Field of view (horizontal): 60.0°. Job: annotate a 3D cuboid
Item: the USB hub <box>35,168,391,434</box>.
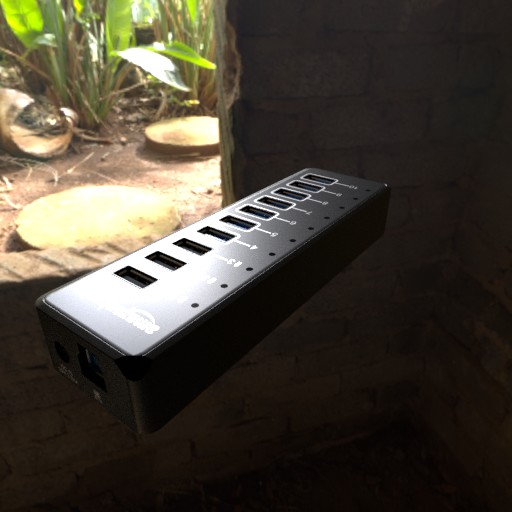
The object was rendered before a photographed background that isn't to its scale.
[{"bbox_3d":[0.000,0.000,0.163,0.044,0.023,0.145,21,35,32],"label":"USB hub"}]
